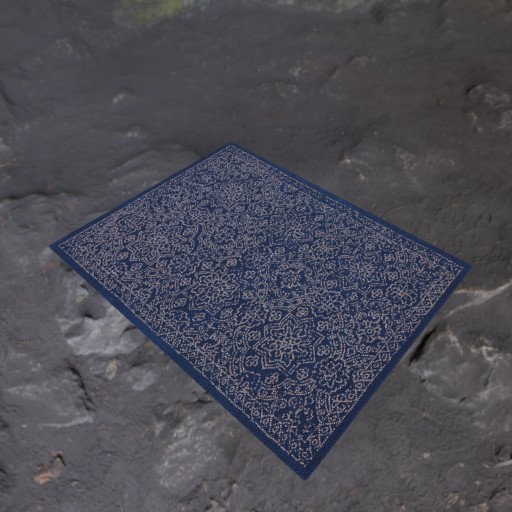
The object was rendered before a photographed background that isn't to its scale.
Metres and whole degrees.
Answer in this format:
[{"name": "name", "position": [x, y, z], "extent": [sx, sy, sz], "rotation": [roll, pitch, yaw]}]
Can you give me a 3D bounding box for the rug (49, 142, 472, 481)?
[{"name": "rug", "position": [0.000, 0.000, 4.062], "extent": [3.048, 0.010, 2.438], "rotation": [33, 55, 28]}]
